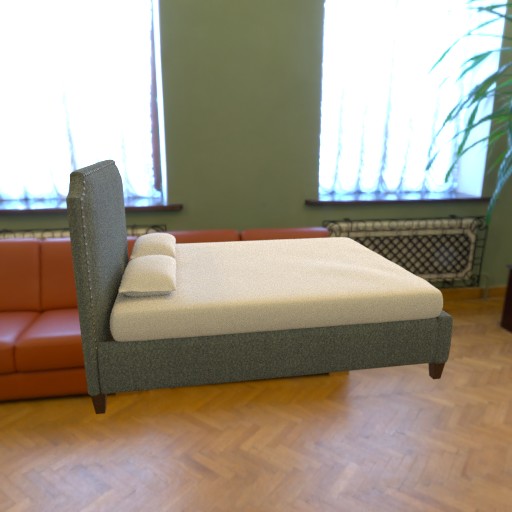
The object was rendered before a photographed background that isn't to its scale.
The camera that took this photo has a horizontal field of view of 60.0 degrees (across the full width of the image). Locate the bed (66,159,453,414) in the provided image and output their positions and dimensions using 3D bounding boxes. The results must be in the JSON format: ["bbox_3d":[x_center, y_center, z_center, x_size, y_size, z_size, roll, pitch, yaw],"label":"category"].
[{"bbox_3d":[0.000,0.000,3.455,2.372,1.443,1.712,-3,15,-10],"label":"bed"}]
